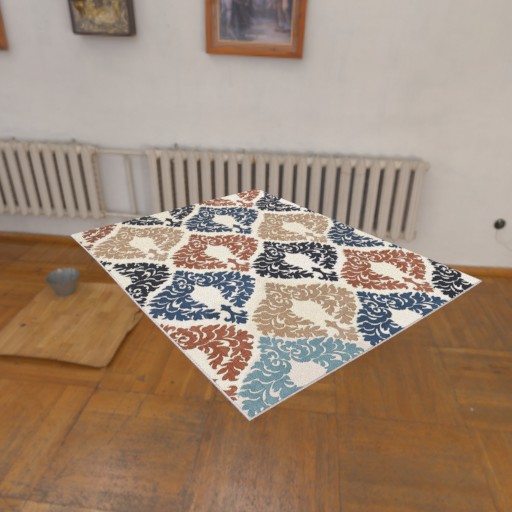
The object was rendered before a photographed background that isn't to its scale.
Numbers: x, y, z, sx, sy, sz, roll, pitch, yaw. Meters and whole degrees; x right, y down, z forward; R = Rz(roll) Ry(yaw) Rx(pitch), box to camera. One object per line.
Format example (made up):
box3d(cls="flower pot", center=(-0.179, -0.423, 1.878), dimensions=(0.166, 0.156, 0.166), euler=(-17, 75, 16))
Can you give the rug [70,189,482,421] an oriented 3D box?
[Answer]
box3d(cls="rug", center=(0.000, 0.000, 4.085), dimensions=(2.423, 0.014, 3.040), euler=(-19, 33, -33))
